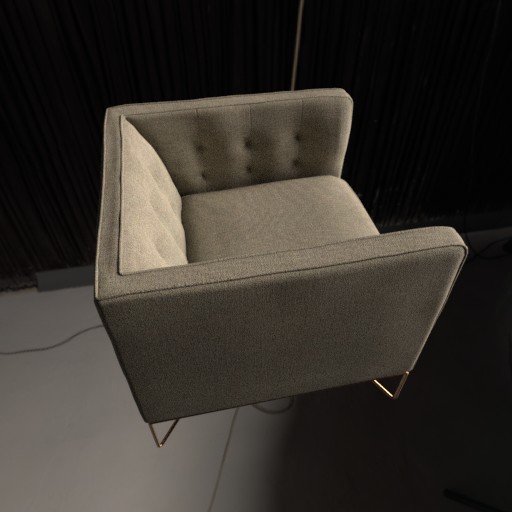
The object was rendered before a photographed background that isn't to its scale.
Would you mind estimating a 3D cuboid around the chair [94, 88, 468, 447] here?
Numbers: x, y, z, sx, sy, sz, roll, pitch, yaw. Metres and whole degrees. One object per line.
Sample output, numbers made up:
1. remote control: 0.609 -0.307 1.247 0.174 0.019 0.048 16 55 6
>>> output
1. chair: 0.000 0.000 1.588 0.912 0.799 0.920 -8 46 -8
